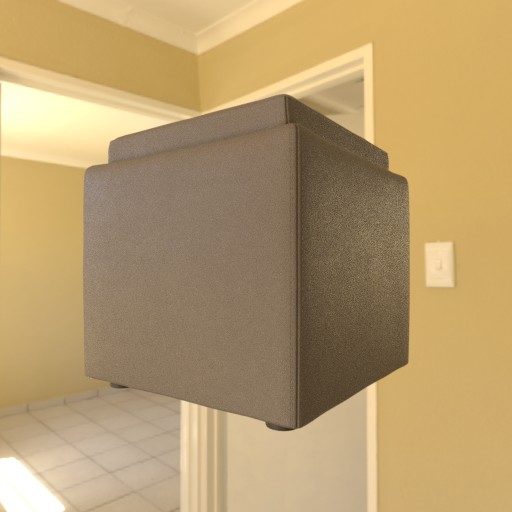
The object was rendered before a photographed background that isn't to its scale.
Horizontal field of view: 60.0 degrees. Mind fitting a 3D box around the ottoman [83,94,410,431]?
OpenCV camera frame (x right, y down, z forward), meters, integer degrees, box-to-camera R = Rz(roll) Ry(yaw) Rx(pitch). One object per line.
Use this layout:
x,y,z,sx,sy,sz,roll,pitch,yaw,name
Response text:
0.000,0.000,0.829,0.450,0.460,0.451,-1,-1,36,ottoman
